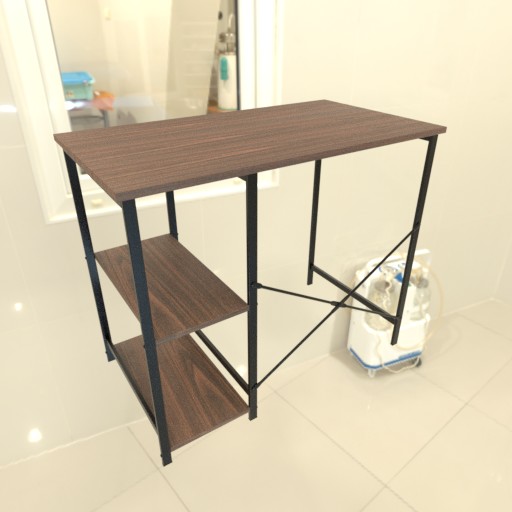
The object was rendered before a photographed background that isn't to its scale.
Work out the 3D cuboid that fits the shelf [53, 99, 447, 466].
[{"bbox_3d":[0.000,0.000,1.338,0.902,0.750,0.498,-18,34,-29],"label":"shelf"}]
